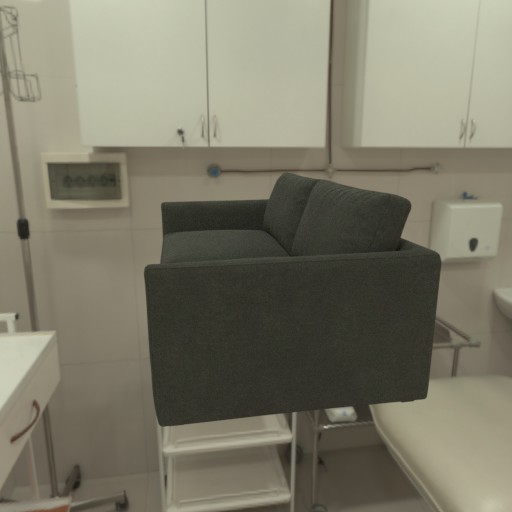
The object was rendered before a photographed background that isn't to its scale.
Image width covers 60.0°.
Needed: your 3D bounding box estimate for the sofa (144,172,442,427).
[{"bbox_3d":[0.000,0.000,2.507,1.091,0.845,1.909,-2,14,-10],"label":"sofa"}]
